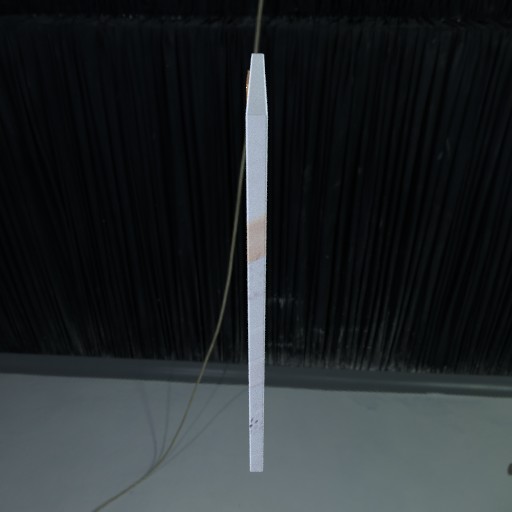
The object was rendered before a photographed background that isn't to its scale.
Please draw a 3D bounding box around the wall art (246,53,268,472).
[{"bbox_3d":[0.000,0.000,1.106,0.036,0.848,0.613,0,32,0],"label":"wall art"}]
